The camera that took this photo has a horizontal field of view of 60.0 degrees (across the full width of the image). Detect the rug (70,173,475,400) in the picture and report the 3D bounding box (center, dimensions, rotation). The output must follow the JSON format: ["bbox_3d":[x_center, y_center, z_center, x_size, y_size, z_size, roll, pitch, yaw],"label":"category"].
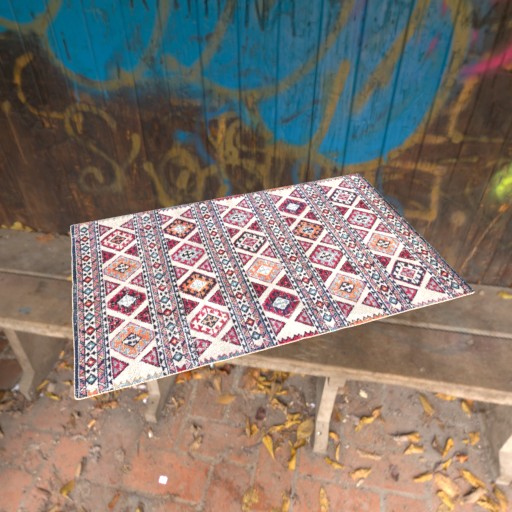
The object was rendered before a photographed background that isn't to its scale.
[{"bbox_3d":[0.000,0.000,3.075,2.440,0.010,1.545,-12,43,-14],"label":"rug"}]
